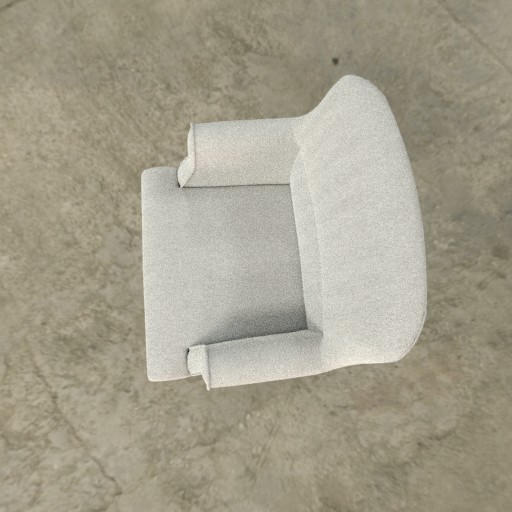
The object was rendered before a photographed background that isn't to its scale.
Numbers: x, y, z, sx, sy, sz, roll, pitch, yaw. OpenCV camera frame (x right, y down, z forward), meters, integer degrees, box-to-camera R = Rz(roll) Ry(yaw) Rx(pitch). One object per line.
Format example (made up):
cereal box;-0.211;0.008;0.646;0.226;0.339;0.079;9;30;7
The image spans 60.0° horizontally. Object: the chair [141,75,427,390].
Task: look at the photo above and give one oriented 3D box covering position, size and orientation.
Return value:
chair;0.000;0.000;1.415;0.750;0.875;0.781;-5;76;-1
